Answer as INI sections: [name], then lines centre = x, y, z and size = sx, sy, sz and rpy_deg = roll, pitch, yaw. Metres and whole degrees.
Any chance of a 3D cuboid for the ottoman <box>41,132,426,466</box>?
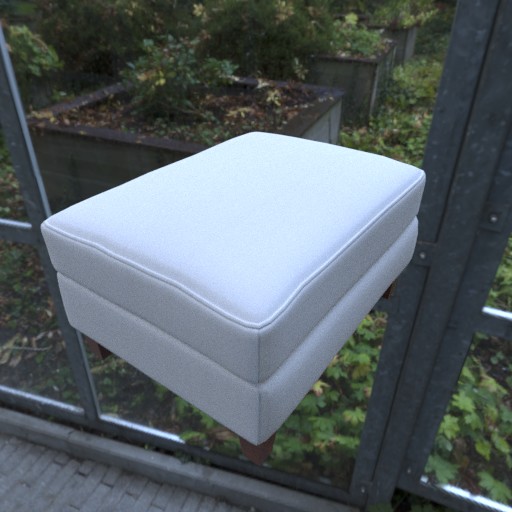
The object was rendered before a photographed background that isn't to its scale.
[ottoman]
centre = 0.000, 0.000, 1.194
size = 0.634, 0.479, 0.818
rpy_deg = 21, 38, 30
